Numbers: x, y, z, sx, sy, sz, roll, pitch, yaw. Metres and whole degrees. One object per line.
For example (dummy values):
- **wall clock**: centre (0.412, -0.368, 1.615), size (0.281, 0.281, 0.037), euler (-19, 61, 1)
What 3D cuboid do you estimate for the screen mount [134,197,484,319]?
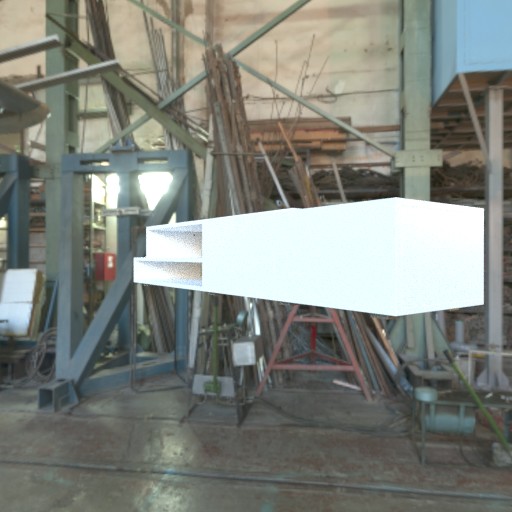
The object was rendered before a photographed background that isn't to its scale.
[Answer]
- **screen mount**: centre (0.000, 0.000, 1.851), size (0.420, 0.320, 1.680), euler (0, 0, -37)
